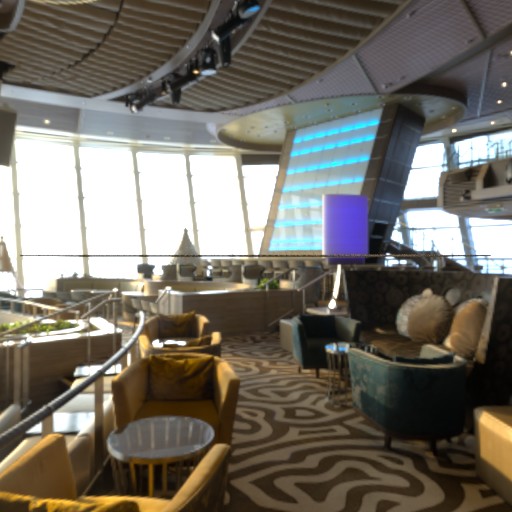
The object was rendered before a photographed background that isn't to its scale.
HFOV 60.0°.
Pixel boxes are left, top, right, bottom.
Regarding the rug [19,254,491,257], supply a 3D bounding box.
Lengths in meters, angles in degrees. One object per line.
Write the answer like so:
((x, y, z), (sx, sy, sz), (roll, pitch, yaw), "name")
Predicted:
((0.000, 0.000, 2.465), (2.286, 0.008, 0.686), (0, 0, -1), "rug")
